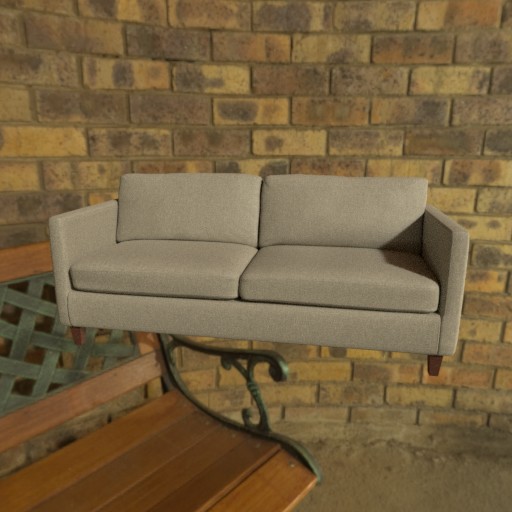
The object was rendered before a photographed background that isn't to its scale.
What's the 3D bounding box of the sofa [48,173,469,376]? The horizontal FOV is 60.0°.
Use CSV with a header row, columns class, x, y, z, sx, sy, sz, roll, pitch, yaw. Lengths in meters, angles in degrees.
class,x,y,z,sx,sy,sz,roll,pitch,yaw
sofa,0.000,0.000,2.730,2.208,0.963,0.956,3,15,10
